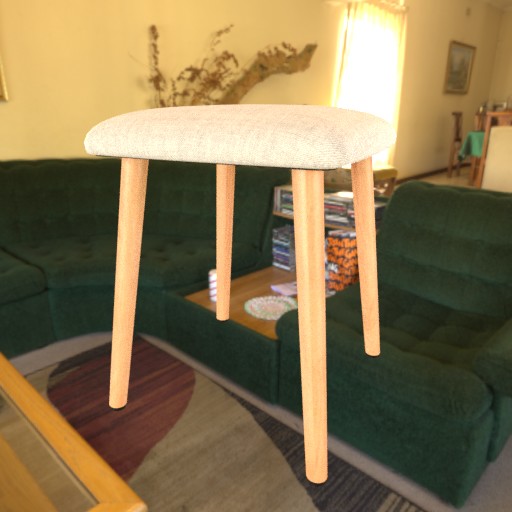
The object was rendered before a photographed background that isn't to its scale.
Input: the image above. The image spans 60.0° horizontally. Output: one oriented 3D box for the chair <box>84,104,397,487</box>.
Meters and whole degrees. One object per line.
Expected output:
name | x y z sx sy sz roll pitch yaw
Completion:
chair | 0.000 0.000 0.679 0.350 0.440 0.350 9 21 24
